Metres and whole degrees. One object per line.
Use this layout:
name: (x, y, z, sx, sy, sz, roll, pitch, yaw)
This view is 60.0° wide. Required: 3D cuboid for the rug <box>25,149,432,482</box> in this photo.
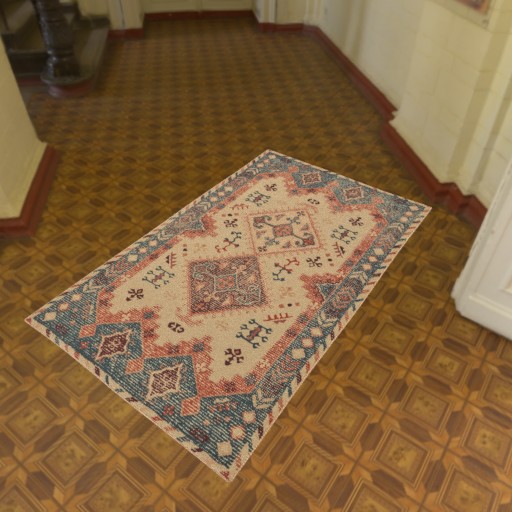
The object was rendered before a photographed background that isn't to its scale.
rug: (0.000, 0.000, 2.955, 1.521, 0.023, 2.464, 26, 48, 26)
